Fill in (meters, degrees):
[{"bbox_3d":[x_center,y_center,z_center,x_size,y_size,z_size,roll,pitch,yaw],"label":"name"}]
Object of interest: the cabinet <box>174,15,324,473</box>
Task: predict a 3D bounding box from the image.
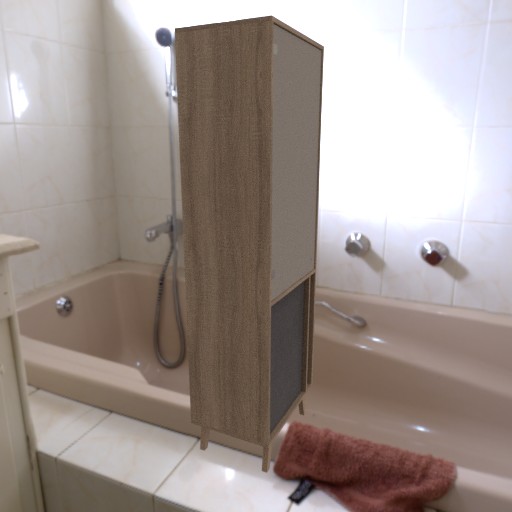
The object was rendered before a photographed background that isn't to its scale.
[{"bbox_3d":[0.000,0.000,2.054,0.400,1.850,0.570,7,16,25],"label":"cabinet"}]
